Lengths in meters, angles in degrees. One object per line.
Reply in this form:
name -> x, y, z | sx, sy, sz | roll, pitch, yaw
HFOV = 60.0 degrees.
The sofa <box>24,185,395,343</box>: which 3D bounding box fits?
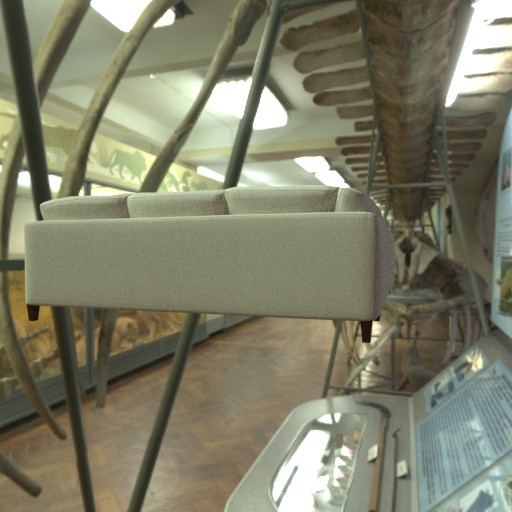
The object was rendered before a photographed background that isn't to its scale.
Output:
sofa -> 0.000, 0.000, 4.422 | 2.593, 0.947, 3.302 | 0, 1, 19
